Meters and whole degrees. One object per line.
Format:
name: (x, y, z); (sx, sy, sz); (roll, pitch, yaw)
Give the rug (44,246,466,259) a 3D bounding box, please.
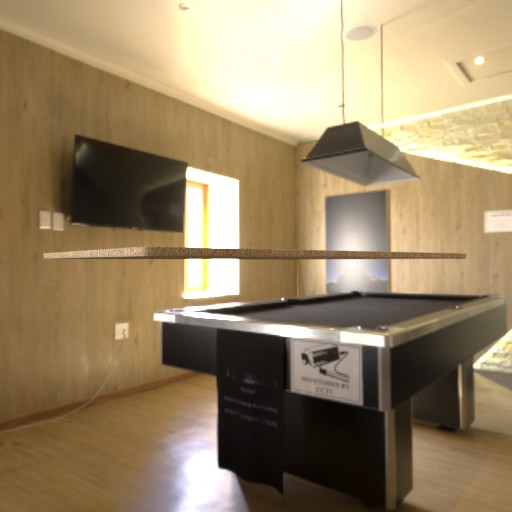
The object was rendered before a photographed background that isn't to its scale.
rug: (0.000, 0.000, 2.076); (1.600, 0.025, 1.199); (1, -1, -37)
